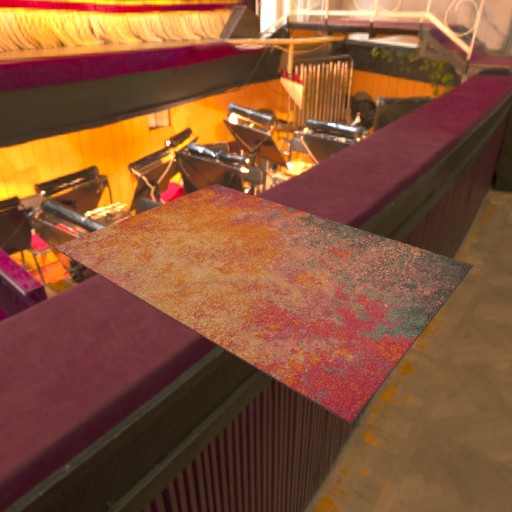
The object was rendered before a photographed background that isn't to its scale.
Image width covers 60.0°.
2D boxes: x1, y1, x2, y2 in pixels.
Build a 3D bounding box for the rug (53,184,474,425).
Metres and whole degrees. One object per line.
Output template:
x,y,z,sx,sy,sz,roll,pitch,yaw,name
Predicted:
0.000,0.000,3.694,2.896,0.013,2.007,22,37,33,rug
